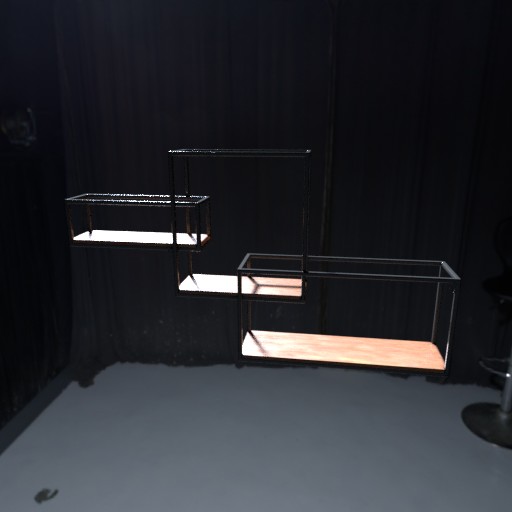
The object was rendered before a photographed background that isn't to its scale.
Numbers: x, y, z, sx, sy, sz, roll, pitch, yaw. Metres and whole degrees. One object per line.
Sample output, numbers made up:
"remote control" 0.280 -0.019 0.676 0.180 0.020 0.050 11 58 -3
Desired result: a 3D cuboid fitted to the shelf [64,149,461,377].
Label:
"shelf" 0.000 0.000 2.106 1.781 0.972 0.275 2 16 8
